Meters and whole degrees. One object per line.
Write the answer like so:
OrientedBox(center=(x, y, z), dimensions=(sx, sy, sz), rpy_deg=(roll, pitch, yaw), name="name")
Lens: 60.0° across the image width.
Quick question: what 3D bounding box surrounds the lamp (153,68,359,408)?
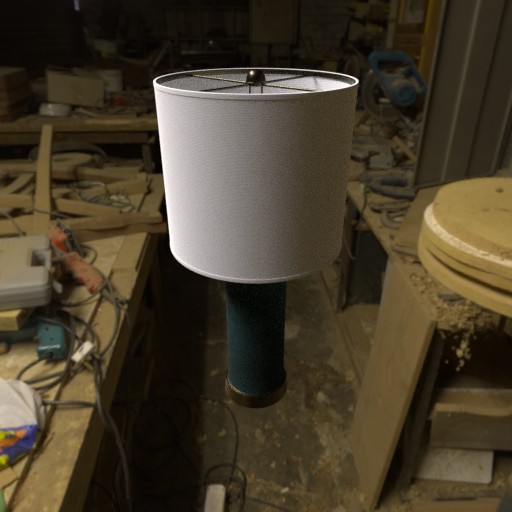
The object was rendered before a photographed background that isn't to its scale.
OrientedBox(center=(0.000, 0.000, 0.805), dimensions=(0.301, 0.630, 0.301), rpy_deg=(-1, 28, -2), name="lamp")
